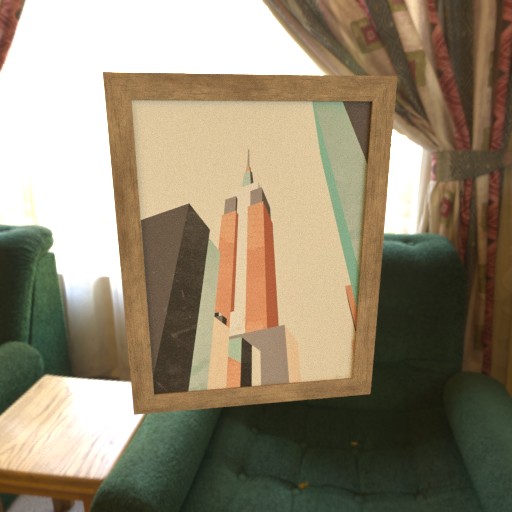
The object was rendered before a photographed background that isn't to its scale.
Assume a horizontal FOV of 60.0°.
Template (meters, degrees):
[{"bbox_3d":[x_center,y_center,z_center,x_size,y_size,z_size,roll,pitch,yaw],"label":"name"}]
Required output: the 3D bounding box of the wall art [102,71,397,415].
[{"bbox_3d":[0.000,0.000,0.901,0.534,0.686,0.018,-2,17,-8],"label":"wall art"}]
